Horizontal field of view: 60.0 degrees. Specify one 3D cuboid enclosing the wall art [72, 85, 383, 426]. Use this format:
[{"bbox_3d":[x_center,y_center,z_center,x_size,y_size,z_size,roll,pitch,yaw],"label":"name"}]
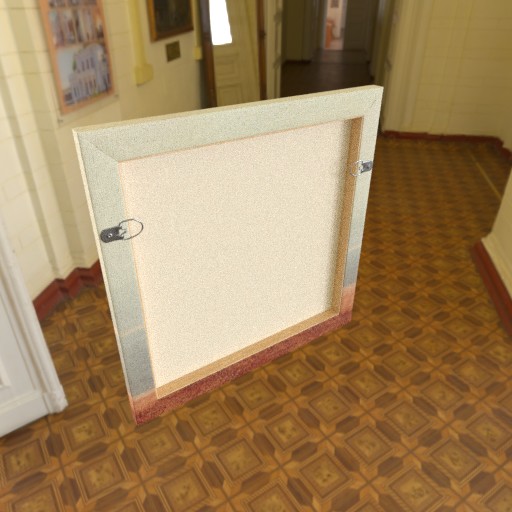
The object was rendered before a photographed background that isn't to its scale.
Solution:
[{"bbox_3d":[0.000,0.000,0.611,0.405,0.405,0.023,-19,36,-29],"label":"wall art"}]
